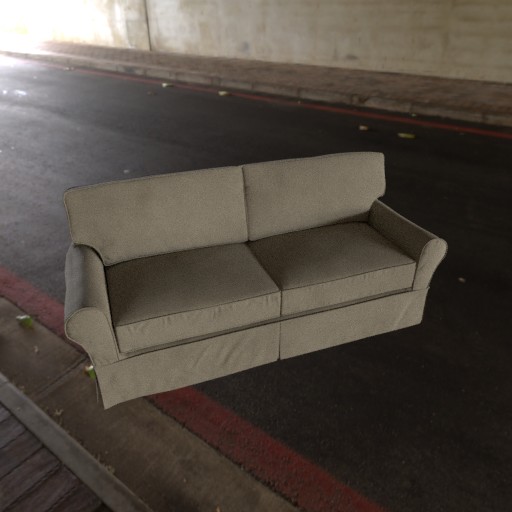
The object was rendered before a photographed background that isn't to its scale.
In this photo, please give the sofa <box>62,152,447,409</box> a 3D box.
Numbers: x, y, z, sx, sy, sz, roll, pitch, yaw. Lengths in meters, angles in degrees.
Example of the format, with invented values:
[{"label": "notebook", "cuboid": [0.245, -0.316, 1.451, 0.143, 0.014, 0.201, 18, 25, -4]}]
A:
[{"label": "sofa", "cuboid": [0.000, 0.000, 2.790, 2.246, 1.014, 0.900, -10, 32, -17]}]
